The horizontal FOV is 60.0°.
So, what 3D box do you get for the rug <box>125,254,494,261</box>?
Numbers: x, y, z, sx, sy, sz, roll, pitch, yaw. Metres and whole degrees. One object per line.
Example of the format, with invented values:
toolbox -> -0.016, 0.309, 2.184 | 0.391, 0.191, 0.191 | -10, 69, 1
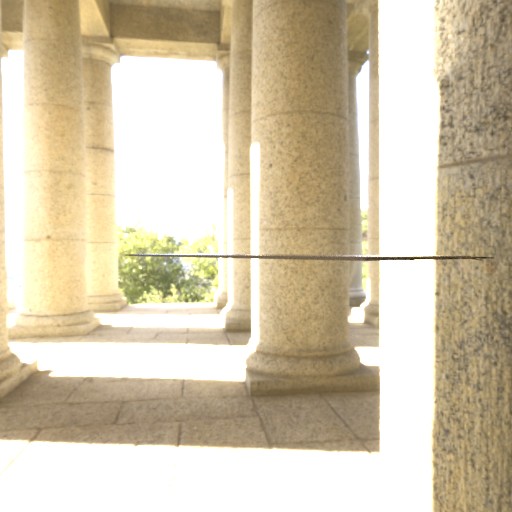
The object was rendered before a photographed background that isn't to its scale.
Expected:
rug -> 0.000, 0.000, 2.631 | 0.729, 0.021, 2.438 | 0, 1, -37
